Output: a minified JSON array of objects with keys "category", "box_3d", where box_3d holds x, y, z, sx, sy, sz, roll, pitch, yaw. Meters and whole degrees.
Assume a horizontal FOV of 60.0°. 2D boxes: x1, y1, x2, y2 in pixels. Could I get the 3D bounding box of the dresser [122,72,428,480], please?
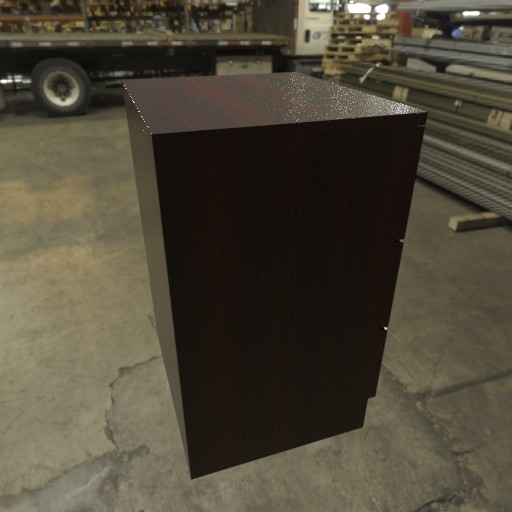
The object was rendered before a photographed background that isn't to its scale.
[{"category":"dresser","box_3d":[0.000,0.000,0.799,0.360,0.560,0.400,-10,31,-16]}]
